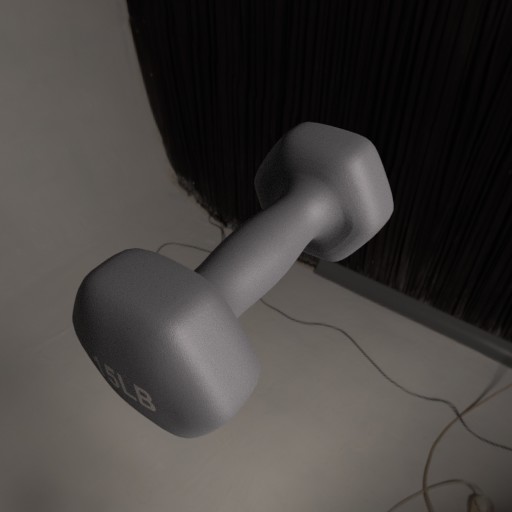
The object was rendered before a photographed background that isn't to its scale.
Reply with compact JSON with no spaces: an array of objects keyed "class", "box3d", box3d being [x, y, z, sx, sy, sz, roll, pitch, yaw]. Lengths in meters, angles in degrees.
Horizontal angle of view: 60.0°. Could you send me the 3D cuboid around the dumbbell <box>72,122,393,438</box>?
[{"class":"dumbbell","box3d":[0.000,0.000,0.302,0.116,0.105,0.240,25,48,26]}]
